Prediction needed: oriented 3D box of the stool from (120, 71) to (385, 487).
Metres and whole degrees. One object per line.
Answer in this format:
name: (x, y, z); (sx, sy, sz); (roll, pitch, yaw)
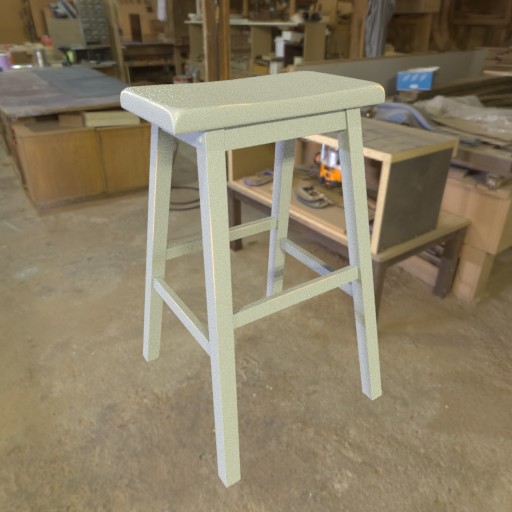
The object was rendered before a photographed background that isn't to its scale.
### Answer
stool: (0.000, 0.000, 1.015); (0.457, 0.737, 0.476); (-18, 34, -28)
